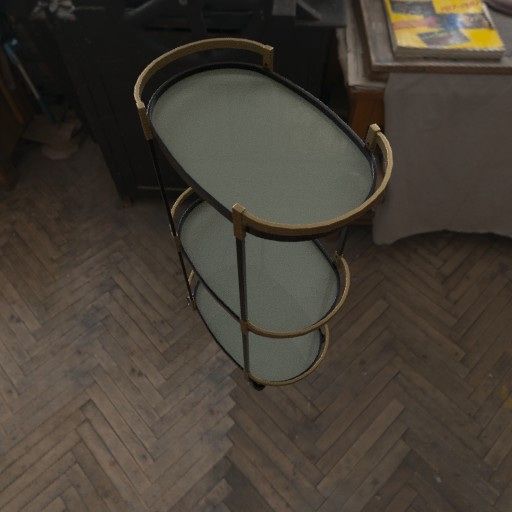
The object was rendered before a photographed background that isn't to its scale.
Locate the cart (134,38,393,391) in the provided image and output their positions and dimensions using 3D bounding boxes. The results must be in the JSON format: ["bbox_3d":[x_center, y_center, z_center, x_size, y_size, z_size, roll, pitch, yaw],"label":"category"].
[{"bbox_3d":[0.000,0.000,1.134,0.311,0.885,0.515,-33,63,-19],"label":"cart"}]
